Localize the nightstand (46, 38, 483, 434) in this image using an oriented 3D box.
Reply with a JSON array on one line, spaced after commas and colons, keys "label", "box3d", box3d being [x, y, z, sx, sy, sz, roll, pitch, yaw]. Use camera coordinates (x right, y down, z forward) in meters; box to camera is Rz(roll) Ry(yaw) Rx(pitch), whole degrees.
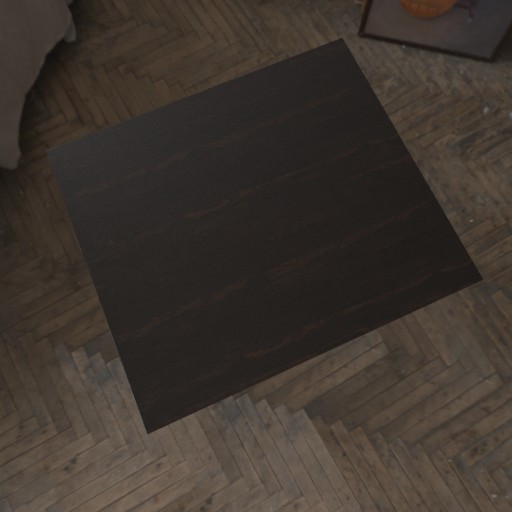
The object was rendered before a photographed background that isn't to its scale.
[{"label": "nightstand", "box3d": [0.000, 0.000, 0.863, 0.489, 0.487, 0.427, -23, 77, -6]}]
